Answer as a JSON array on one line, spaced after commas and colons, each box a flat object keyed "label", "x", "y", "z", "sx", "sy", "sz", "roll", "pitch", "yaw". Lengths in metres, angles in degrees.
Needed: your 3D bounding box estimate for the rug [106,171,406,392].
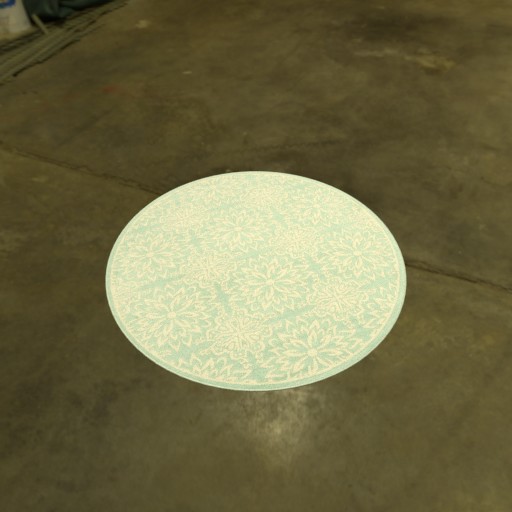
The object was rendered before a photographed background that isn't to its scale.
[{"label": "rug", "x": 0.000, "y": 0.000, "z": 2.411, "sx": 1.593, "sy": 0.012, "sz": 1.593, "roll": 0, "pitch": 45, "yaw": 0}]
